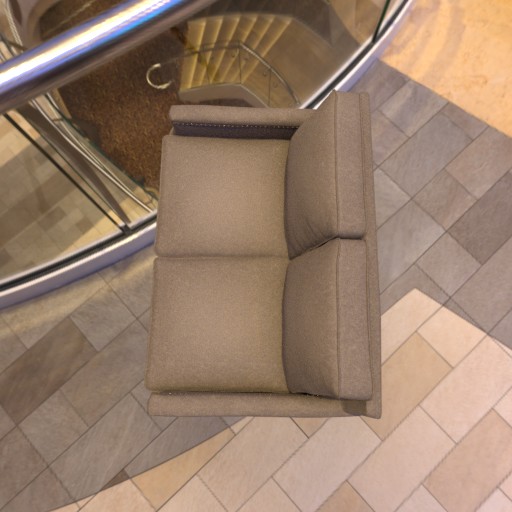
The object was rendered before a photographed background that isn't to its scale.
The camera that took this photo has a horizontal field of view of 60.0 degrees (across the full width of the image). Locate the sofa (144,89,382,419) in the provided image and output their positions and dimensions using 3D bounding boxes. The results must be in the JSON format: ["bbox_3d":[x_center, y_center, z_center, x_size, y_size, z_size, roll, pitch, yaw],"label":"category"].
[{"bbox_3d":[0.000,0.000,2.315,1.084,1.003,1.597,1,77,0],"label":"sofa"}]
